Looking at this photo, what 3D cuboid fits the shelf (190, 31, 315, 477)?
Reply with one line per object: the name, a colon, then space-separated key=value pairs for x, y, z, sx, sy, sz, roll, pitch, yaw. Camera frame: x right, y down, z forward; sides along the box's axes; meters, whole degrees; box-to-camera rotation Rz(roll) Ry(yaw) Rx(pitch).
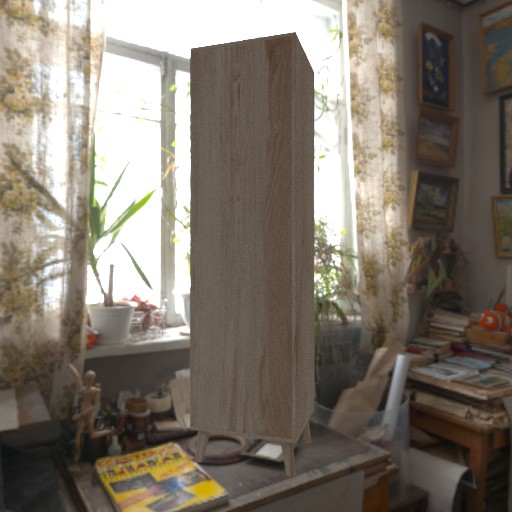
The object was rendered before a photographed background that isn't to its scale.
shelf: x=0.000 y=0.000 z=2.226 sx=0.510 sy=1.960 sz=0.450 roll=0 pitch=0 yaw=18
